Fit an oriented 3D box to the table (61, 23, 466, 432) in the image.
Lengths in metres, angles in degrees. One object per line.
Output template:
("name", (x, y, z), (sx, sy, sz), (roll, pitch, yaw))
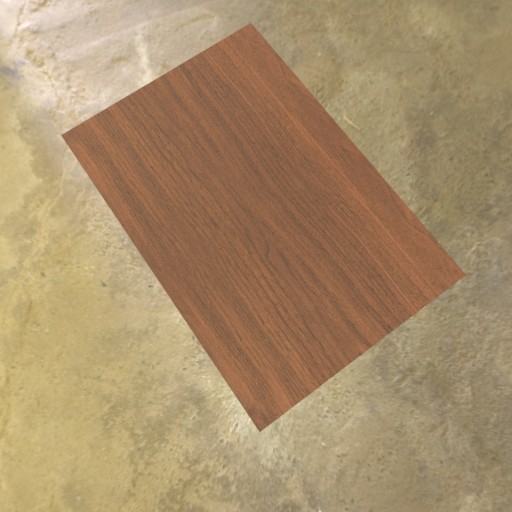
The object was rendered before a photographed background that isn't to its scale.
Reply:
("table", (0.000, 0.000, 1.078), (0.406, 0.711, 0.589), (-35, 78, -9))
